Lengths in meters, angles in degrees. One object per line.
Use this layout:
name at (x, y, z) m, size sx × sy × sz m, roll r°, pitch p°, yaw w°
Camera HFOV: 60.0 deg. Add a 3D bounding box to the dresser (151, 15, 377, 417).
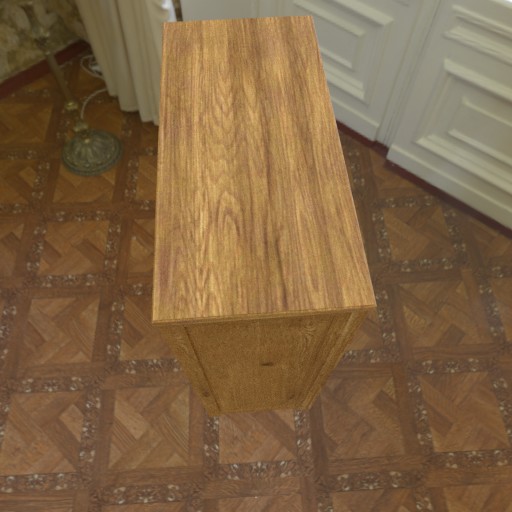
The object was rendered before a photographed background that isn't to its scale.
dresser at (0.000, 0.000, 1.887) m, size 0.558 × 1.431 × 1.081 m, roll -4°, pitch 62°, yaw -2°
